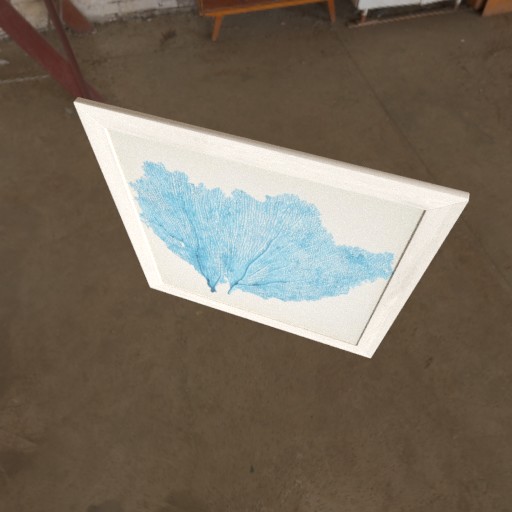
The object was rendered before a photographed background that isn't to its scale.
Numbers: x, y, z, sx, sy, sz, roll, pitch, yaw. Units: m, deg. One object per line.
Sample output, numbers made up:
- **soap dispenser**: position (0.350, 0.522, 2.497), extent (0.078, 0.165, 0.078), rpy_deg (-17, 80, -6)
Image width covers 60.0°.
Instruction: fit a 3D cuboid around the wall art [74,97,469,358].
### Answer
- **wall art**: position (0.000, 0.000, 0.869), extent (0.584, 0.584, 0.013), rpy_deg (16, 59, 10)
